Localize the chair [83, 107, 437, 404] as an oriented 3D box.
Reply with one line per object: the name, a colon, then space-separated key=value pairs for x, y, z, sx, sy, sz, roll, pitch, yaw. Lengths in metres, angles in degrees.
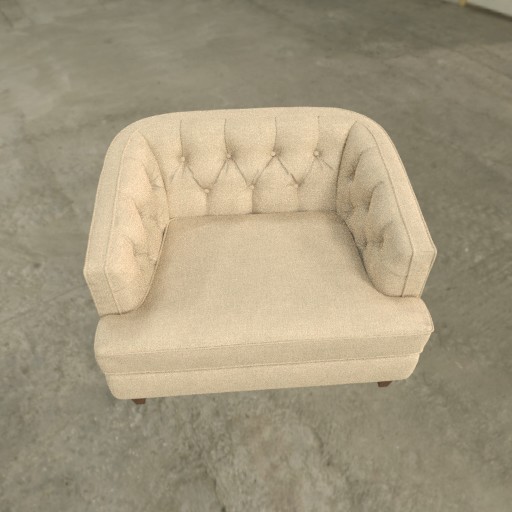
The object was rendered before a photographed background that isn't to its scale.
chair: x=0.000 y=0.000 z=1.740 sx=1.118 sy=0.787 sz=0.914 roll=-3 pitch=46 yaw=-3
